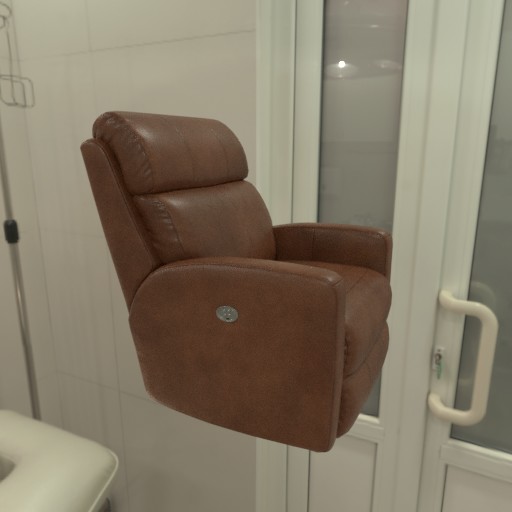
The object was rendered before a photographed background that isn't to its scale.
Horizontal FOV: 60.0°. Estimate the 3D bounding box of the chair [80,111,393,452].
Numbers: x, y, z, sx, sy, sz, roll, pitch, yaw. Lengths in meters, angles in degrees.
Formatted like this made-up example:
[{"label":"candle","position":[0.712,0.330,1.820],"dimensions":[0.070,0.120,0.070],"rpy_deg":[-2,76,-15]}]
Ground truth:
[{"label":"chair","position":[0.000,0.000,1.641],"dimensions":[0.939,1.016,0.787],"rpy_deg":[7,16,26]}]
